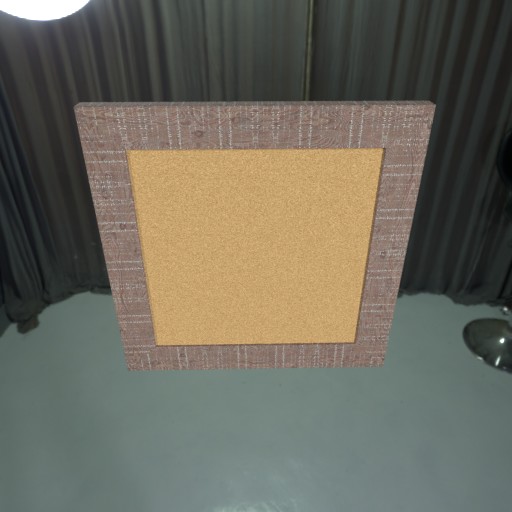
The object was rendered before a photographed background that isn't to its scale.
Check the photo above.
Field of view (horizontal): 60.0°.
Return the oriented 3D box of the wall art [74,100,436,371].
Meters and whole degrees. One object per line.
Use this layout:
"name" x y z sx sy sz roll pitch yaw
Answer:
"wall art" 0.000 0.000 0.798 0.531 0.531 0.029 -1 31 -1
